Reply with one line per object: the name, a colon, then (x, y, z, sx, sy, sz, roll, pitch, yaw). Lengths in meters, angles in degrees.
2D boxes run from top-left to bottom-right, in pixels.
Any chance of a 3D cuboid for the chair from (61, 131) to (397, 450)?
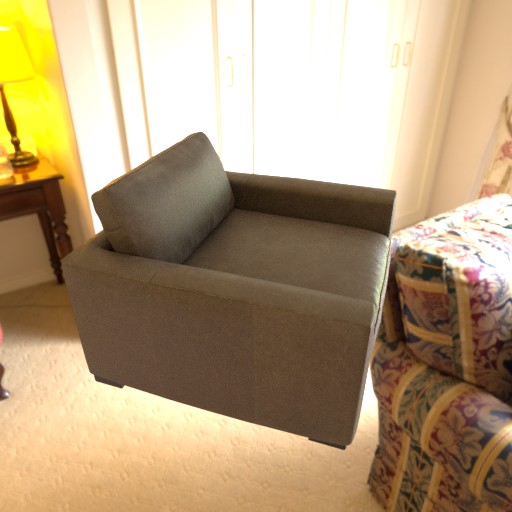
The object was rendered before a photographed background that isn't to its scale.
chair: (0.000, 0.000, 1.867, 1.080, 0.807, 1.106, 10, 32, 16)
